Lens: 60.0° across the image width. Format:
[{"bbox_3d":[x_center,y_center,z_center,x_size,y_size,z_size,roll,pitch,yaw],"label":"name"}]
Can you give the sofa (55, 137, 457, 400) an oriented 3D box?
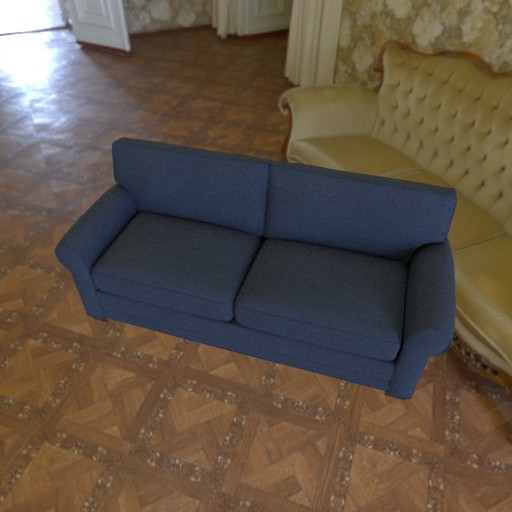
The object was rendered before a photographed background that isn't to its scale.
[{"bbox_3d":[0.000,0.000,2.868,2.391,1.026,0.954,12,43,13],"label":"sofa"}]
